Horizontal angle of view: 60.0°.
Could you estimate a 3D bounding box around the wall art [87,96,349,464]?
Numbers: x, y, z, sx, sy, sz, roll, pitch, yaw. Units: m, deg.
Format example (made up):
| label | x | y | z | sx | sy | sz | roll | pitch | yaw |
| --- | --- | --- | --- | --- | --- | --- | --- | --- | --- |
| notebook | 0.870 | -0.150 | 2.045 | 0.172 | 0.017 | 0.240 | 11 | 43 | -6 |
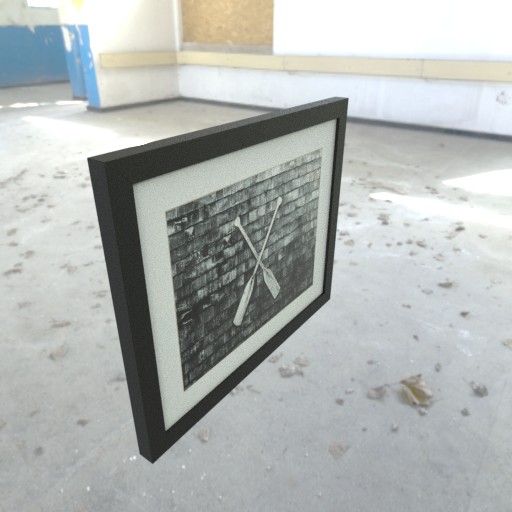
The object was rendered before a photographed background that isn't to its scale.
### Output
| label | x | y | z | sx | sy | sz | roll | pitch | yaw |
| --- | --- | --- | --- | --- | --- | --- | --- | --- | --- |
| wall art | 0.000 | 0.000 | 0.761 | 0.029 | 0.457 | 0.558 | 19 | 33 | 32 |
